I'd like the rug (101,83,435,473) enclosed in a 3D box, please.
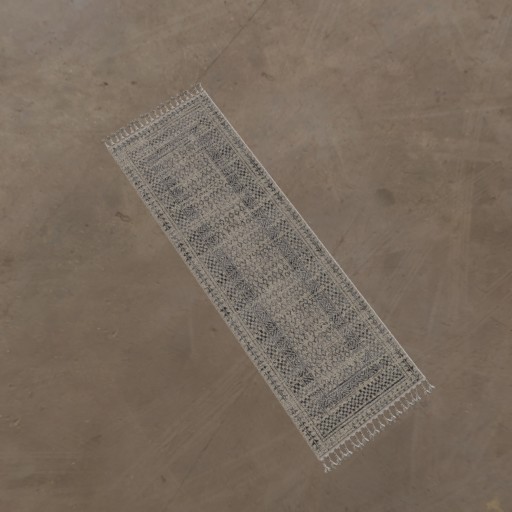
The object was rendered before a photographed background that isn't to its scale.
[{"bbox_3d":[0.000,0.000,2.723,0.786,0.013,2.480,-34,78,-8],"label":"rug"}]
